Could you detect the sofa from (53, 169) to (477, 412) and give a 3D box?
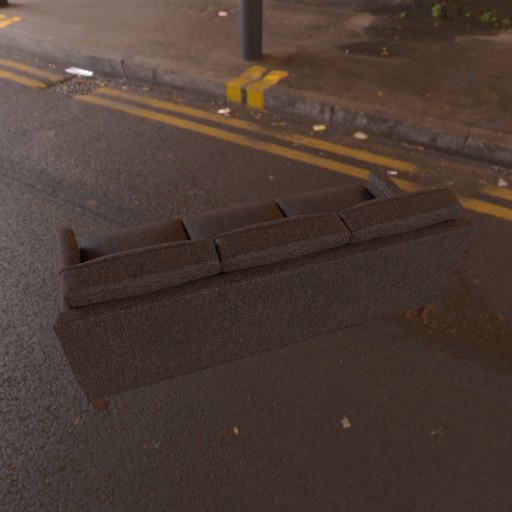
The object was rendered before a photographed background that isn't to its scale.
[{"bbox_3d":[0.000,0.000,2.716,2.246,1.003,1.084,-13,43,-14],"label":"sofa"}]
